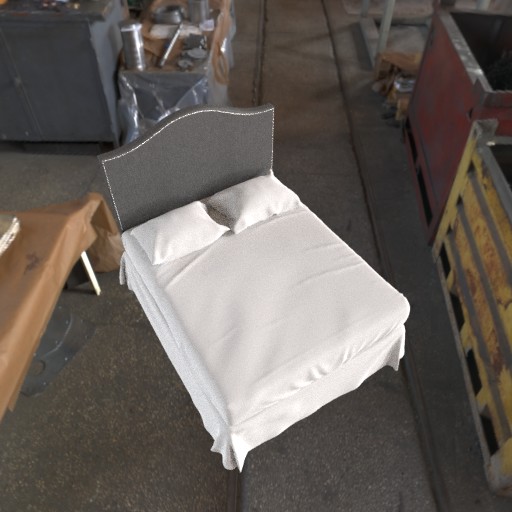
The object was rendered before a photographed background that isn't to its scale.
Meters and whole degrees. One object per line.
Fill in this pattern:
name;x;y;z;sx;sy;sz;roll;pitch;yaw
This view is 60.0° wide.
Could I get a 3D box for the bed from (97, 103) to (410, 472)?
bed;0.000;0.000;3.534;1.876;1.645;2.221;-24;51;-21
